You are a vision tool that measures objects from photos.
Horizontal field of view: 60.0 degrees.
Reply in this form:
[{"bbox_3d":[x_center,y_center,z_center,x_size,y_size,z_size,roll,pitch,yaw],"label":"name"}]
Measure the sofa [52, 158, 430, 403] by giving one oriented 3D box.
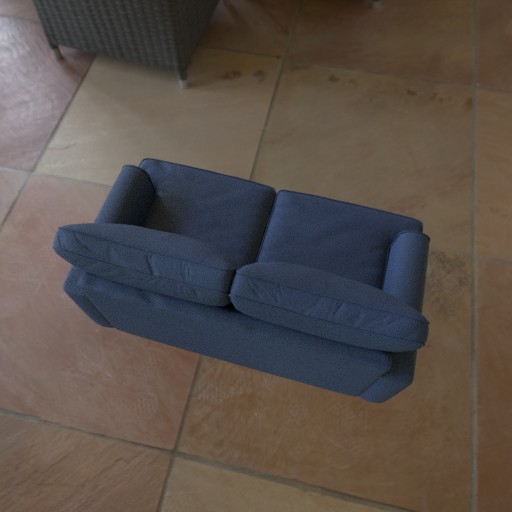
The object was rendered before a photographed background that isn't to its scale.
[{"bbox_3d":[0.000,0.000,2.255,1.651,0.965,0.965,14,64,7],"label":"sofa"}]
